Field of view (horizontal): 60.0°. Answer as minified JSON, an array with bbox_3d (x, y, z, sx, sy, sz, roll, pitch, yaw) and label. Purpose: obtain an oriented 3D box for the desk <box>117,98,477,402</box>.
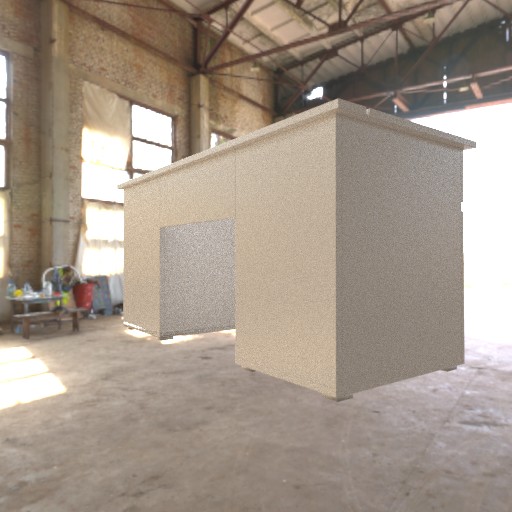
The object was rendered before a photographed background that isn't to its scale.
[{"bbox_3d":[0.000,0.000,1.914,0.670,0.760,1.580,0,0,-37],"label":"desk"}]
